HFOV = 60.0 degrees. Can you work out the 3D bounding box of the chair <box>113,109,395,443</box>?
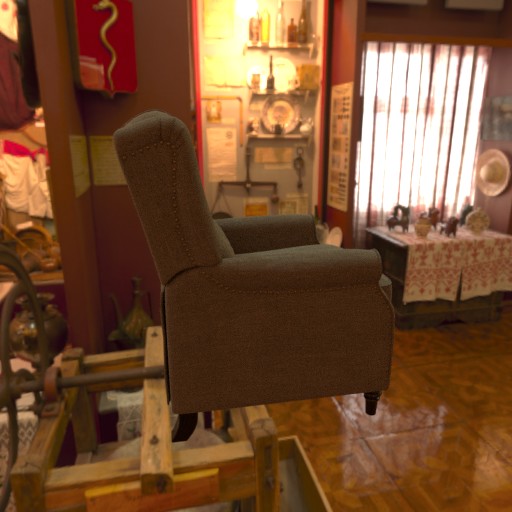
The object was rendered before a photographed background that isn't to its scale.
[{"bbox_3d":[0.000,0.000,1.657,0.898,1.035,0.742,-3,16,-11],"label":"chair"}]
